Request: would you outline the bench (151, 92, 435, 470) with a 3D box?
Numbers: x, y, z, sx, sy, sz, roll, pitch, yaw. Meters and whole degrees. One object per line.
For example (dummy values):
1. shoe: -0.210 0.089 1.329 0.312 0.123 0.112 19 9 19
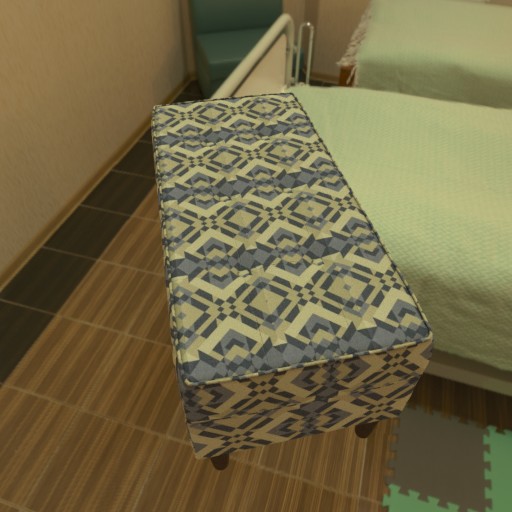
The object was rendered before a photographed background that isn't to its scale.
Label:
1. bench: 0.000 0.000 1.272 0.492 0.477 1.016 -9 47 -8
